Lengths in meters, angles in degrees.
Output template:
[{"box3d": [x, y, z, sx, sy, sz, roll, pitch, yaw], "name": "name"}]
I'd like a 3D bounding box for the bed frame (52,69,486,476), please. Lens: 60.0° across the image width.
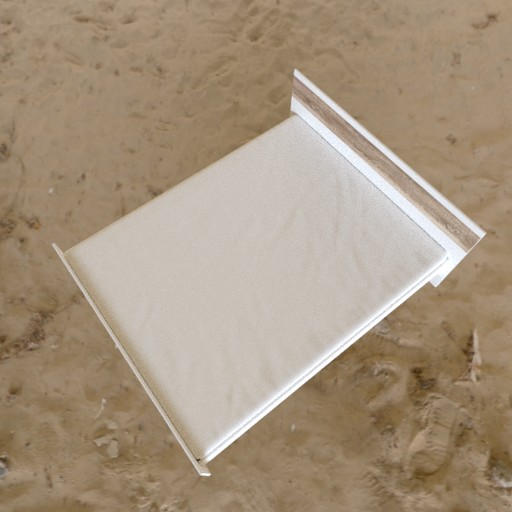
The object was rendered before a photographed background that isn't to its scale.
[{"box3d": [0.000, 0.000, 2.954, 2.060, 0.800, 1.720, -35, 68, -16], "name": "bed frame"}]
